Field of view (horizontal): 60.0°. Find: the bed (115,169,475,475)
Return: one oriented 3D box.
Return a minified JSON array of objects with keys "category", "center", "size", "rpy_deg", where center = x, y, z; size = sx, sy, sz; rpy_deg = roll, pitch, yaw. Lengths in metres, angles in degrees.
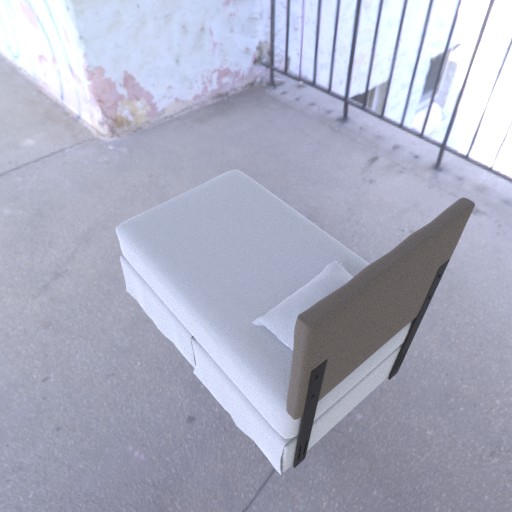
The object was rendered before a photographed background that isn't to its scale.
[{"category":"bed","center":[0.000,0.000,2.963],"size":[1.261,1.571,1.997],"rpy_deg":[-31,54,-26]}]
